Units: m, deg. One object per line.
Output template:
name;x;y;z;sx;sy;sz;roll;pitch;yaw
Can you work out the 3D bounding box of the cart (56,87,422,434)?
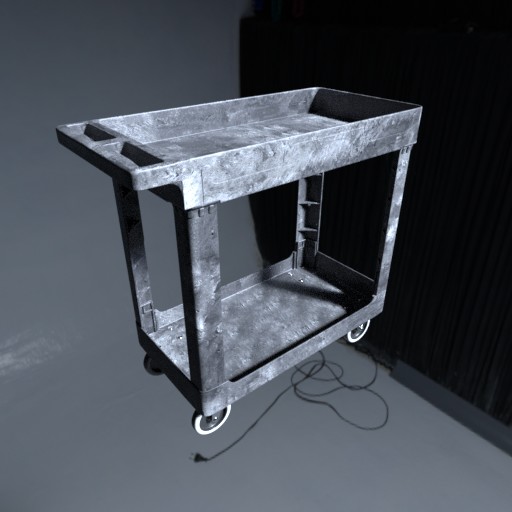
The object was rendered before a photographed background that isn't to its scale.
cart;0.000;0.000;1.330;0.877;0.824;0.420;-22;36;-33
